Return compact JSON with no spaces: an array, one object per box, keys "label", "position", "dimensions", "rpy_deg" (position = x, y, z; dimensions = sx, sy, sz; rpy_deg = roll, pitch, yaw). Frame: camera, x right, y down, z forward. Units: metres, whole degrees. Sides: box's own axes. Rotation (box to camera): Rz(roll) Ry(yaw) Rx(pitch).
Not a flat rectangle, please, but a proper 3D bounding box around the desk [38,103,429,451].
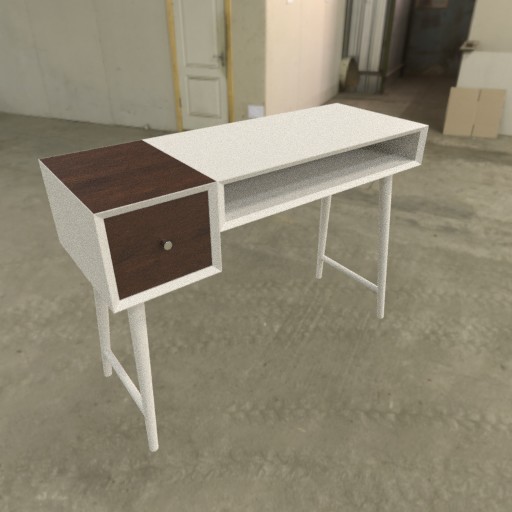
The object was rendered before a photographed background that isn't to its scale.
[{"label":"desk","position":[0.000,0.000,1.450],"dimensions":[1.069,0.761,0.409],"rpy_deg":[-21,37,-31]}]
